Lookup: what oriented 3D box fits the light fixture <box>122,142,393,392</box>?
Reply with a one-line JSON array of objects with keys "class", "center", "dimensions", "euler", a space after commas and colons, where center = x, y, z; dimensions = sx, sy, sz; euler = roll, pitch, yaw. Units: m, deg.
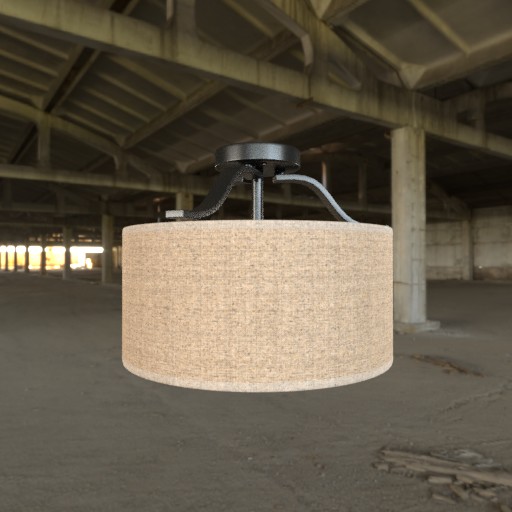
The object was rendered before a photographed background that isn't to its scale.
[{"class": "light fixture", "center": [0.000, 0.000, 0.658], "dimensions": [0.390, 0.306, 0.390], "euler": [0, 0, 0]}]
